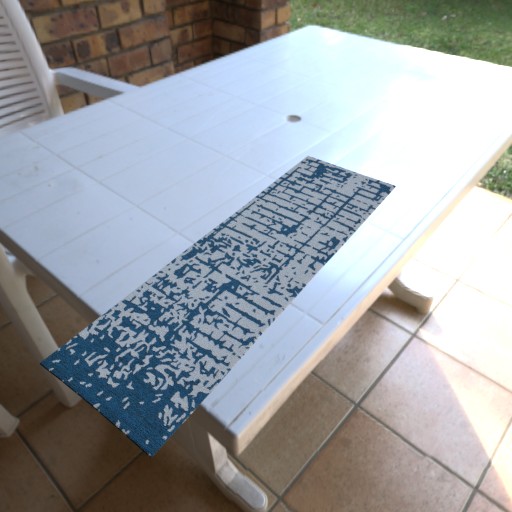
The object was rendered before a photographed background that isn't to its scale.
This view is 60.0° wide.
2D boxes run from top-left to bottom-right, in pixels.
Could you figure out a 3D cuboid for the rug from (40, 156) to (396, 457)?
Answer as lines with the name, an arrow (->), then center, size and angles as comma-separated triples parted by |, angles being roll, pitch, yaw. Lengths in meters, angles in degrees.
rug -> 0.000, 0.000, 2.656 | 0.750, 0.011, 2.435 | 26, 48, 26
